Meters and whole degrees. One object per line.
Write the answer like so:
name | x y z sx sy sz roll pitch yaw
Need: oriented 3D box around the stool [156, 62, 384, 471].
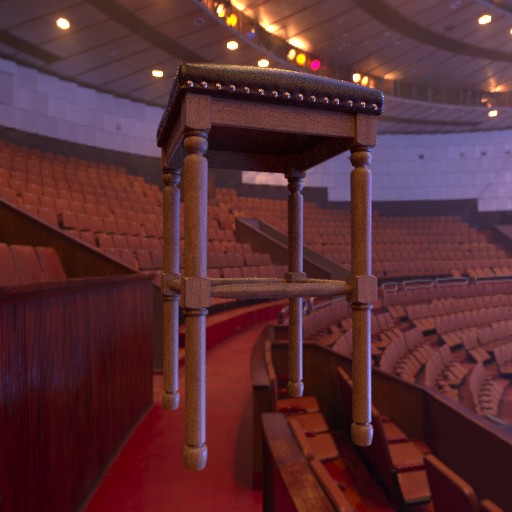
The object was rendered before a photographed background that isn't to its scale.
stool | 0.000 0.000 0.936 0.383 0.702 0.382 0 -1 -18
